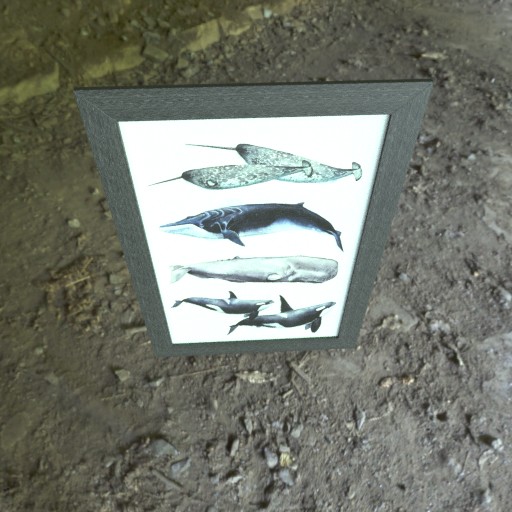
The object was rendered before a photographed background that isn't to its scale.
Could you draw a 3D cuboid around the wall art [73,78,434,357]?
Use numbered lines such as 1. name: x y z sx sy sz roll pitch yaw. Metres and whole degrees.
1. wall art: 0.000 0.000 1.402 0.810 1.116 0.016 -2 46 -2
